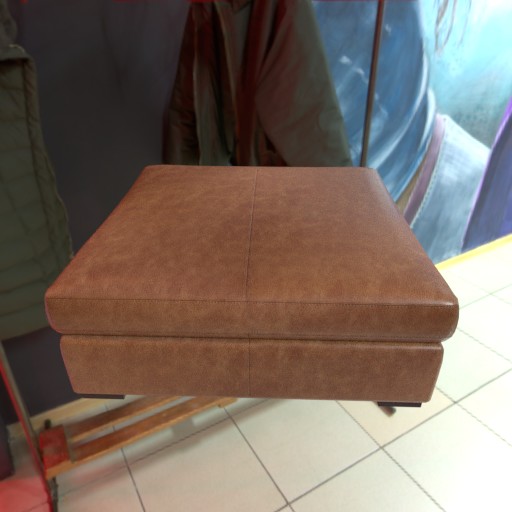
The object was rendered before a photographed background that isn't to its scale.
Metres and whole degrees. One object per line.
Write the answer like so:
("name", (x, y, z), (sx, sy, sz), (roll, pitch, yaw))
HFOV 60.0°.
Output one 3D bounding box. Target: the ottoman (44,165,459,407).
("ottoman", (0.000, 0.000, 1.803), (1.169, 0.483, 1.168), (1, 29, 2))
